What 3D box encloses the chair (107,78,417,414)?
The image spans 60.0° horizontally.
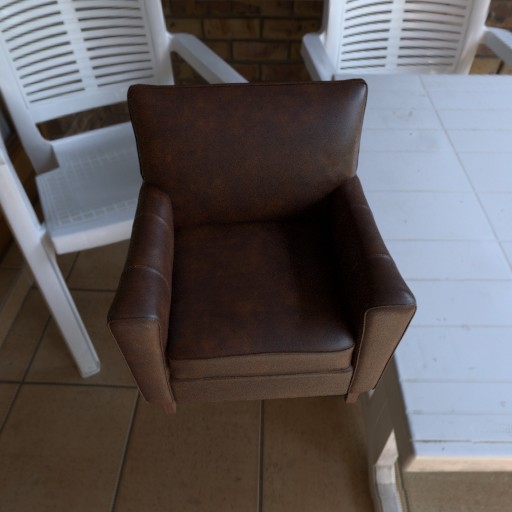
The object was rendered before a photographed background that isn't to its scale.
[{"bbox_3d":[0.000,0.000,1.589,0.870,0.943,0.823,-3,47,-2],"label":"chair"}]
